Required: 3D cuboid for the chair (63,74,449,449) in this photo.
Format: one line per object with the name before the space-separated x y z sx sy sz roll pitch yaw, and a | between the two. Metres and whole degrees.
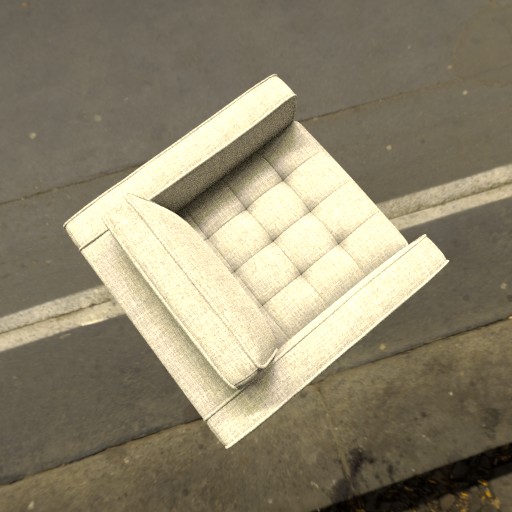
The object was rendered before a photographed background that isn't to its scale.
chair | 0.000 0.000 1.593 0.914 0.765 0.889 -38 79 -8
